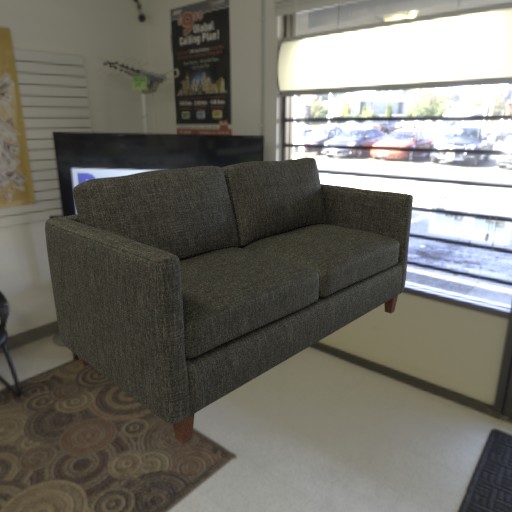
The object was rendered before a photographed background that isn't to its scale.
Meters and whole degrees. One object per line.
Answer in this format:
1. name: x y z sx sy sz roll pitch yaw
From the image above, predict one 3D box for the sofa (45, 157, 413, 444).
1. sofa: 0.000 0.000 2.440 0.950 0.963 1.884 16 23 41
